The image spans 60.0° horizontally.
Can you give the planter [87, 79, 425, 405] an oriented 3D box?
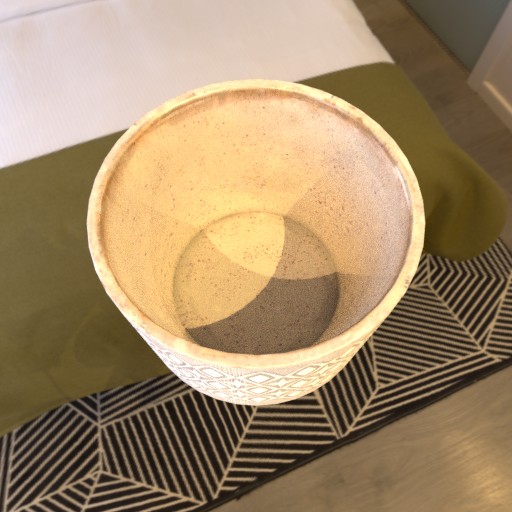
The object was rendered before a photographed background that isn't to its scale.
[{"bbox_3d":[0.000,0.000,0.311,0.186,0.144,0.186,0,64,0],"label":"planter"}]
